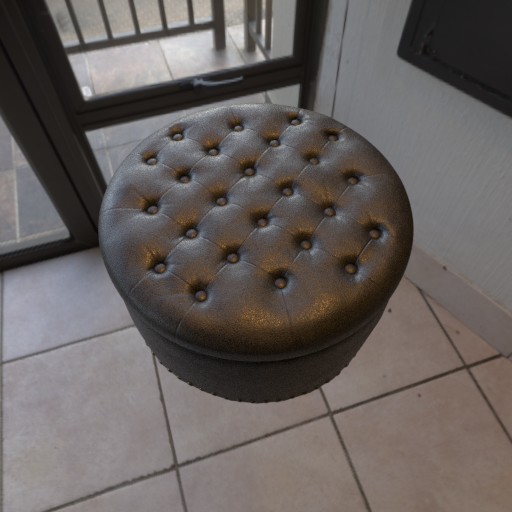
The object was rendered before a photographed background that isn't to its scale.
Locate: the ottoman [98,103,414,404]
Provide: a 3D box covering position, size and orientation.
[{"bbox_3d":[0.000,0.000,1.064,0.637,0.442,0.637,0,57,0],"label":"ottoman"}]
